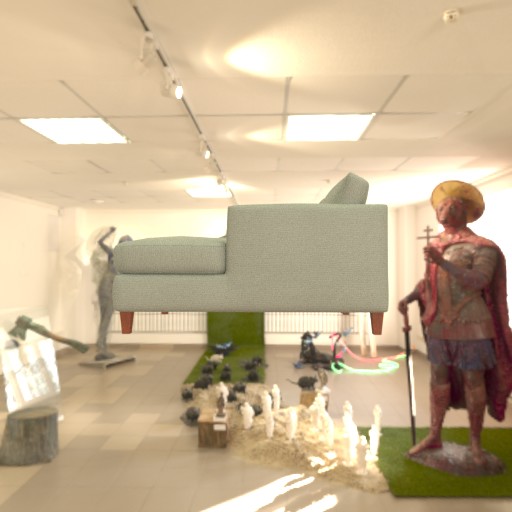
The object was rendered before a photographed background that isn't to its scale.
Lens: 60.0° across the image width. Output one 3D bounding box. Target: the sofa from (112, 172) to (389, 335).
[{"bbox_3d":[0.000,0.000,4.212,1.604,0.950,3.471,0,-1,1],"label":"sofa"}]
